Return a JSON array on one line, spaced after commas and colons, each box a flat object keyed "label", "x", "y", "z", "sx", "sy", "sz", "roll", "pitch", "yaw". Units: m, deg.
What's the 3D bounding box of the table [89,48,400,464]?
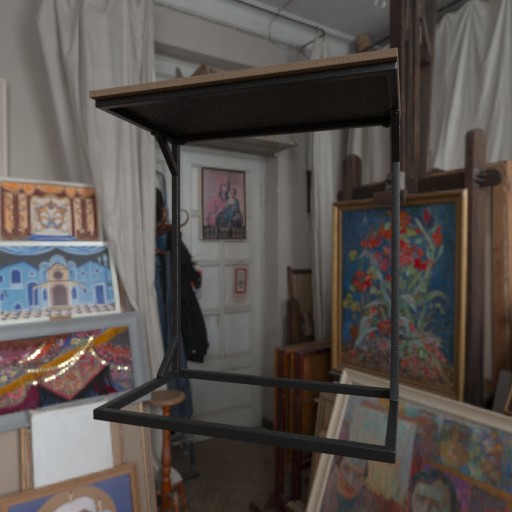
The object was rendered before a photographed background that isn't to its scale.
[{"label": "table", "x": 0.000, "y": 0.000, "z": 0.975, "sx": 0.597, "sy": 0.673, "sz": 0.351, "roll": 0, "pitch": 1, "yaw": 19}]
